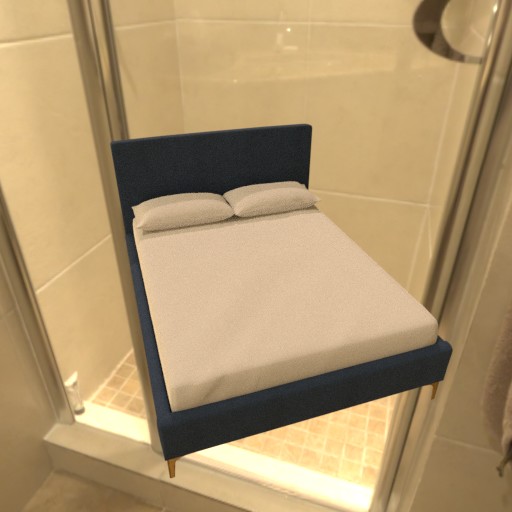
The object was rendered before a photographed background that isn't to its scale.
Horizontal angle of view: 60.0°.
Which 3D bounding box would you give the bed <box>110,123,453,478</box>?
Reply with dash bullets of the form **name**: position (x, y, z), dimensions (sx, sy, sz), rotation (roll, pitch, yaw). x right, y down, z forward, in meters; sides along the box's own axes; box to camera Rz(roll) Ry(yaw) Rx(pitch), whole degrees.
- **bed**: position (0.000, 0.000, 3.140), dimensions (1.723, 1.231, 2.172), rotation (-10, 33, -16)
